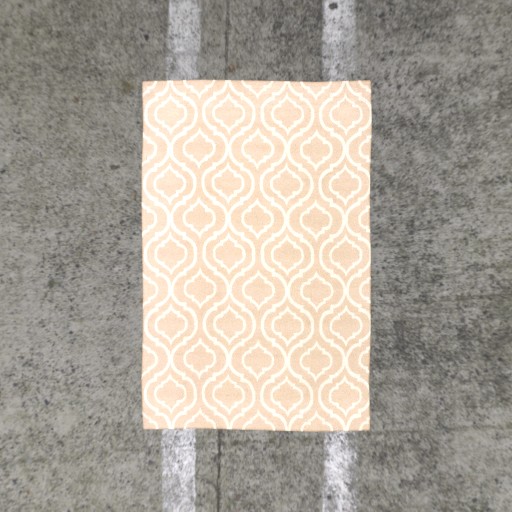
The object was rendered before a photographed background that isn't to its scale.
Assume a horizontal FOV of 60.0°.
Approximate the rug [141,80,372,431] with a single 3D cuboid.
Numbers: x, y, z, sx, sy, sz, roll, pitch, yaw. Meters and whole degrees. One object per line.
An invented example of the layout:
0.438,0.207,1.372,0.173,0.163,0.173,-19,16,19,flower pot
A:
0.000,0.000,2.217,1.152,0.013,1.761,0,90,1,rug
